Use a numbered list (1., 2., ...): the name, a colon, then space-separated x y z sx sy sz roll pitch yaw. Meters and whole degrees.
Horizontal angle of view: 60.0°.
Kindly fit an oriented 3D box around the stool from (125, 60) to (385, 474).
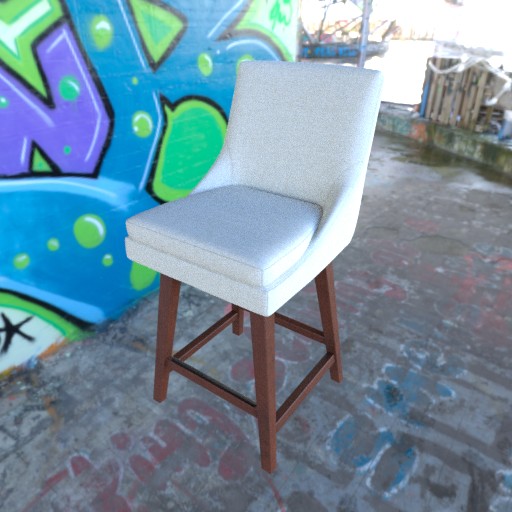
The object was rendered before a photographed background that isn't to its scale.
1. stool: 0.000 0.000 1.282 0.469 0.991 0.559 19 34 31
